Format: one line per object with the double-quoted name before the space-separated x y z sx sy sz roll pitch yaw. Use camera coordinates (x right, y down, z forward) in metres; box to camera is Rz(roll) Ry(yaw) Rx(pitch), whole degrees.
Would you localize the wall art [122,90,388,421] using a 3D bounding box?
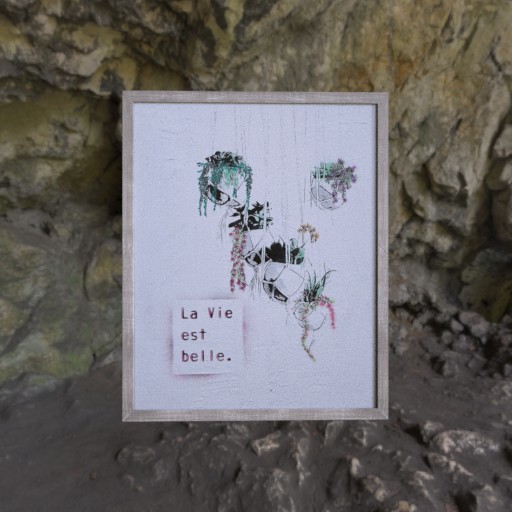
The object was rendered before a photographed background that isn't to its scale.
"wall art" 0.000 0.000 0.717 0.421 0.521 0.032 0 0 -2
